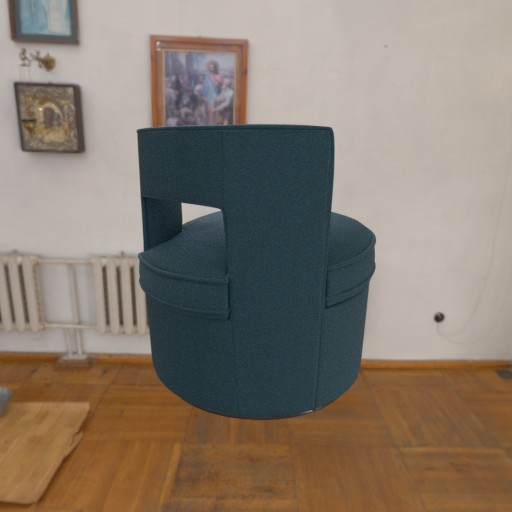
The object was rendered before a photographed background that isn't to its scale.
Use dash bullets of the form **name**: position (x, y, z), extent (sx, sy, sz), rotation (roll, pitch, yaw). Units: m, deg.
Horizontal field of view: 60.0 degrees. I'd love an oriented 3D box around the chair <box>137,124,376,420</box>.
- **chair**: position (0.000, 0.000, 1.295), extent (0.660, 0.711, 0.684), rotation (-13, 19, -43)
